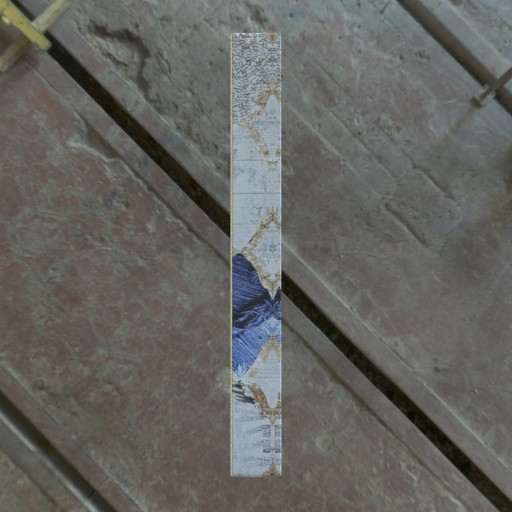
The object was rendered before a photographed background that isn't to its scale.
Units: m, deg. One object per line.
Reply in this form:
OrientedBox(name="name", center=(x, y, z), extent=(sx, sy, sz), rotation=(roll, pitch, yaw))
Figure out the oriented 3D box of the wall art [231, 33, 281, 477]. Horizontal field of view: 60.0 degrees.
OrientedBox(name="wall art", center=(0.000, 0.000, 0.452), extent=(0.036, 0.304, 0.303), rotation=(0, 89, 0))
